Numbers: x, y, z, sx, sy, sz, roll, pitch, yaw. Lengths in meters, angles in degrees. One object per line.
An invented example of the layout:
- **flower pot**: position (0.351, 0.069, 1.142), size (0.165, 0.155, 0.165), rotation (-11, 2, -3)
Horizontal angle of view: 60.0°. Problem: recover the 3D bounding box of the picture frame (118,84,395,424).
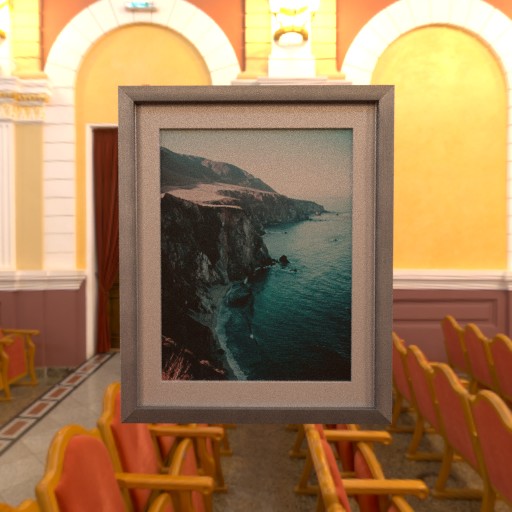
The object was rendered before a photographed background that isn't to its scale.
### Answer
- **picture frame**: position (0.000, 0.000, 0.749), size (0.449, 0.555, 0.046), rotation (0, 2, 1)
